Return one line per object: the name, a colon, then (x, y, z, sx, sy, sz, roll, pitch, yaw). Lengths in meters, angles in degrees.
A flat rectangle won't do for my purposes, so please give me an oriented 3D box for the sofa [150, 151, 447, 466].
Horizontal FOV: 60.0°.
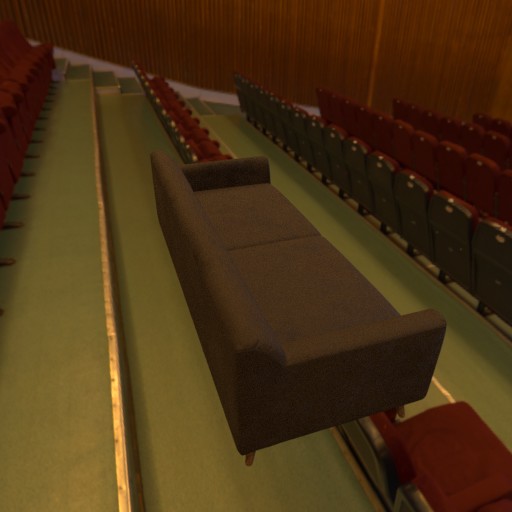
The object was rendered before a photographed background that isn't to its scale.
sofa: (0.000, 0.000, 2.638, 0.900, 0.740, 2.190, -10, 32, -16)
